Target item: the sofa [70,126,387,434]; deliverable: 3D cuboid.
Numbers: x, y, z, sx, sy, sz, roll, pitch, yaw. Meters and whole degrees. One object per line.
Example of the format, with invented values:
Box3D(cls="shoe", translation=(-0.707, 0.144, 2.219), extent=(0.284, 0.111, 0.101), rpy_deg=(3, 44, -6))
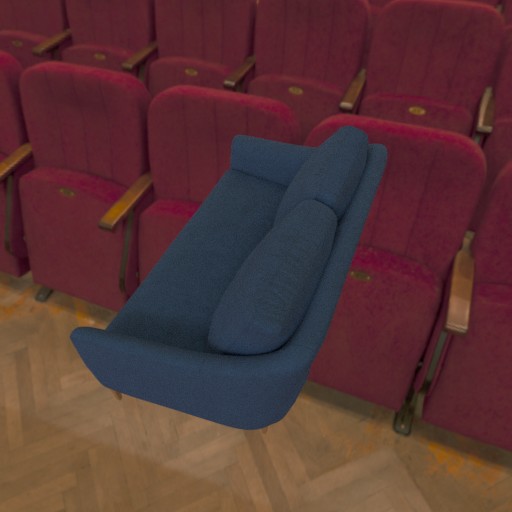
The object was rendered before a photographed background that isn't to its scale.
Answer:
Box3D(cls="sofa", translation=(0.000, 0.000, 2.219), extent=(0.960, 0.902, 1.619), rpy_deg=(16, 48, 15))
